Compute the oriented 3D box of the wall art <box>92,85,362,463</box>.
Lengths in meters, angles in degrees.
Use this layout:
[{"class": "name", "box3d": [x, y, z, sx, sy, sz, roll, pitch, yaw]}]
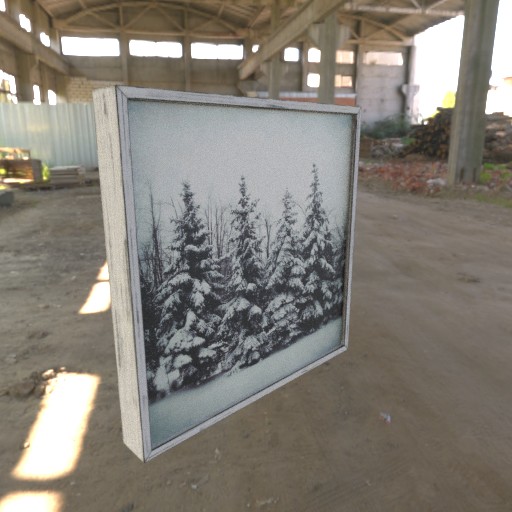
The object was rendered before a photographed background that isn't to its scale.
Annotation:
[{"class": "wall art", "box3d": [0.000, 0.000, 0.455, 0.303, 0.303, 0.036, -14, 20, -43]}]
